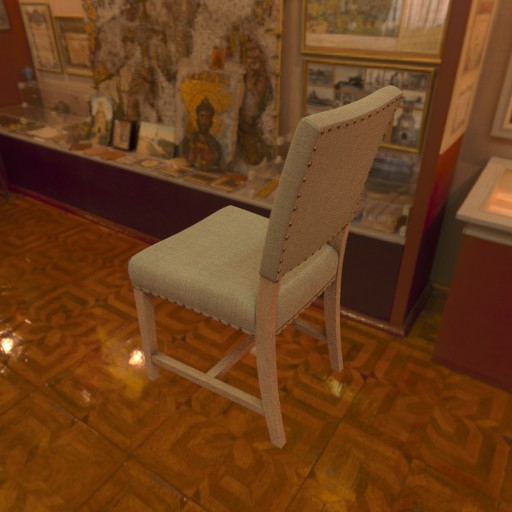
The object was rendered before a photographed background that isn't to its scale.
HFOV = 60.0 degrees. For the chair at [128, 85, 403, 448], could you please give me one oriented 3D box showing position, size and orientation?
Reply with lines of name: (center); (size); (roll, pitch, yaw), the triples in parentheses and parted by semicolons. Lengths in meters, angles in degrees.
chair: (0.000, 0.000, 1.359); (0.622, 0.986, 0.508); (20, 36, 30)
